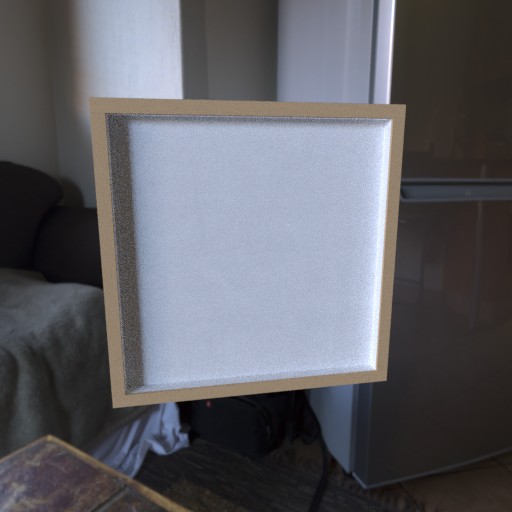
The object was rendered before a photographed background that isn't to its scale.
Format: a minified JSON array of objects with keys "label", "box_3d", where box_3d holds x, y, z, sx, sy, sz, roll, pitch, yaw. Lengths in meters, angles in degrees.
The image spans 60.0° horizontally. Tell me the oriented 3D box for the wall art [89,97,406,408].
[{"label":"wall art","box_3d":[0.000,0.000,0.924,0.612,0.612,0.038,-2,13,-11]}]
